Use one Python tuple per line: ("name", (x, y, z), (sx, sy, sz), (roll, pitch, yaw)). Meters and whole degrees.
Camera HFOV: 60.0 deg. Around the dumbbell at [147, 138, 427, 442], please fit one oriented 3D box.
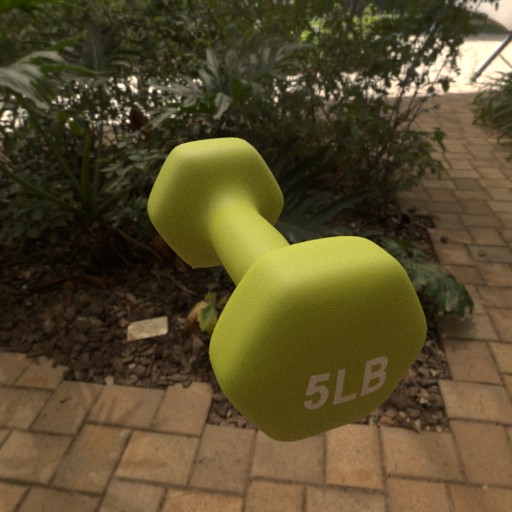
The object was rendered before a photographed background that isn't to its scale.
("dumbbell", (0.000, 0.000, 0.207), (0.080, 0.072, 0.164), (-11, 33, -18))
